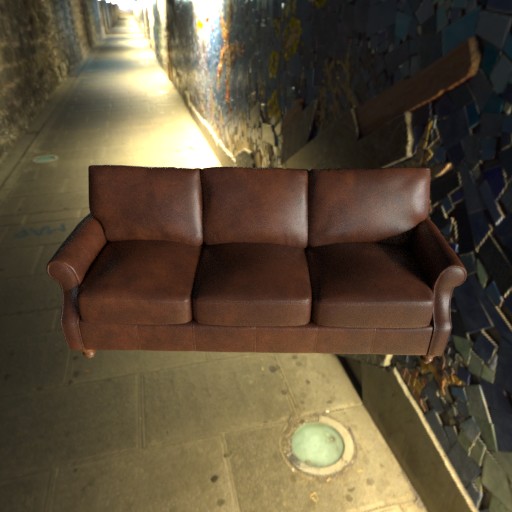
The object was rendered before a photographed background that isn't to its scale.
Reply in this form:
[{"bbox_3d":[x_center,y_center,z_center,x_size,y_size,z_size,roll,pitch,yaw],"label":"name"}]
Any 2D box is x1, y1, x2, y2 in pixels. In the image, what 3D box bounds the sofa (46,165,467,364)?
[{"bbox_3d":[0.000,0.000,2.789,2.351,0.977,0.973,1,30,1],"label":"sofa"}]
